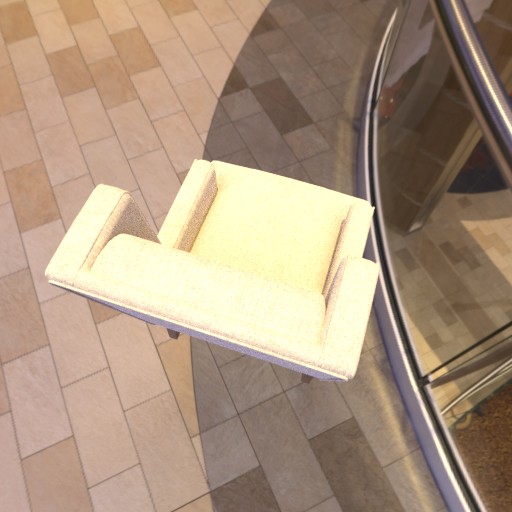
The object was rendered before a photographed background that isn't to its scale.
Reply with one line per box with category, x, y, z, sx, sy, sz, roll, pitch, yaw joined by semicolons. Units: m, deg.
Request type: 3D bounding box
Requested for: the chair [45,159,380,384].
chair;0.000;0.000;1.664;0.764;1.082;0.948;17;64;8
